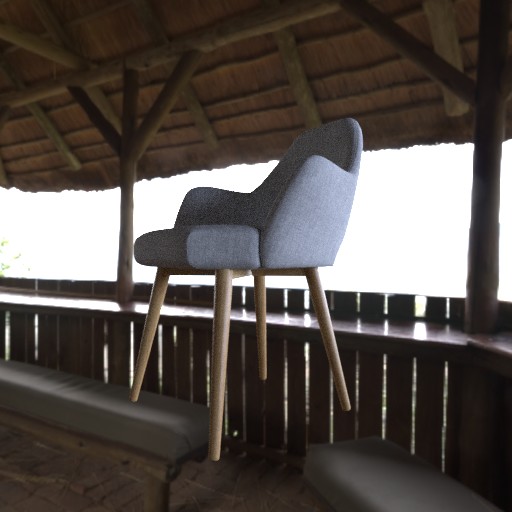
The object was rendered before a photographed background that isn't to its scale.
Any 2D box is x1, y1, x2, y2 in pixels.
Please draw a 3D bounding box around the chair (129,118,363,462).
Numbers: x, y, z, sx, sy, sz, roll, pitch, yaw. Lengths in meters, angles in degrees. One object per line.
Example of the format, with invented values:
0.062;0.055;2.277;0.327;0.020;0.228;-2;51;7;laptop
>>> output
0.000;0.000;1.250;0.610;0.840;0.590;0;0;-36;chair
